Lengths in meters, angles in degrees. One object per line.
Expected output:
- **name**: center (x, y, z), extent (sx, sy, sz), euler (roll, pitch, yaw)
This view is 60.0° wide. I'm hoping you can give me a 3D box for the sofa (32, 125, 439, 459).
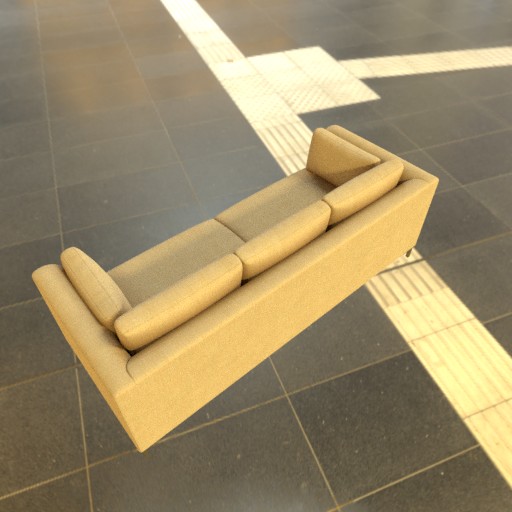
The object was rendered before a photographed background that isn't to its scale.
- **sofa**: center (0.000, 0.000, 2.907), extent (2.415, 0.867, 0.969), euler (-31, 54, -27)
